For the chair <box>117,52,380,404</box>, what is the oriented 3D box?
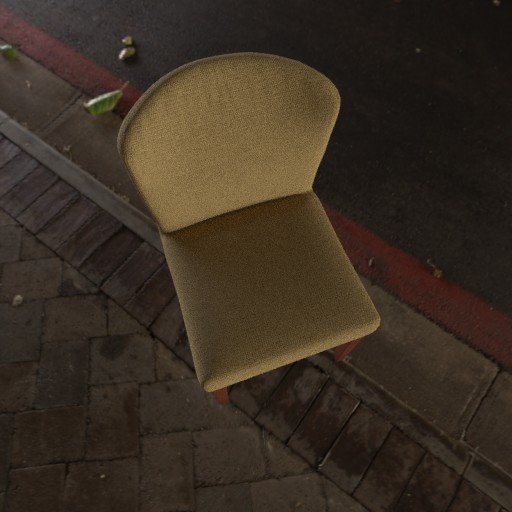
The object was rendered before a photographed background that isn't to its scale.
[{"bbox_3d":[0.000,0.000,1.200,0.491,0.839,0.589,-18,65,-9],"label":"chair"}]
